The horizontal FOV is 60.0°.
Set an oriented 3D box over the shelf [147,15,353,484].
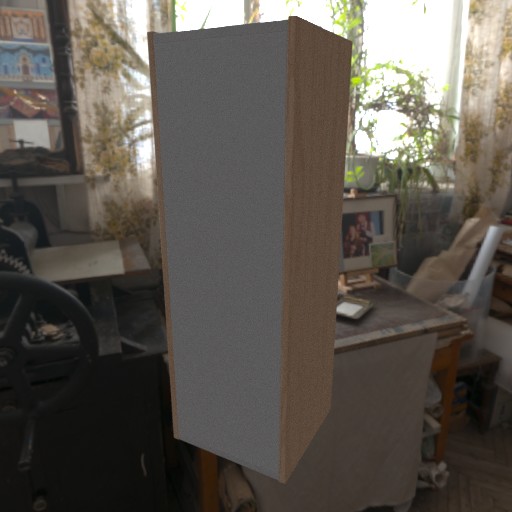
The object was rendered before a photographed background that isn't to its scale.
[{"bbox_3d":[0.000,0.000,1.004,0.300,0.900,0.290,9,20,27],"label":"shelf"}]
